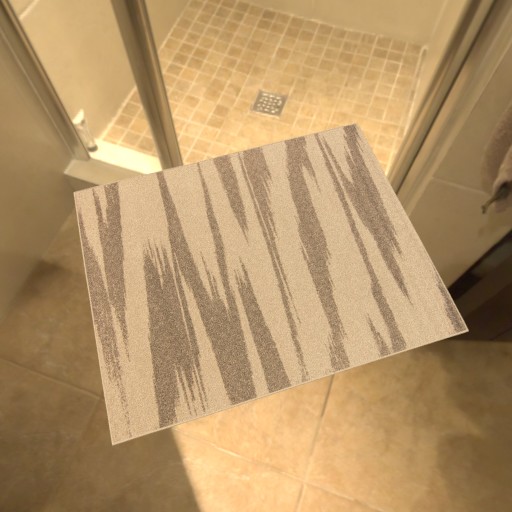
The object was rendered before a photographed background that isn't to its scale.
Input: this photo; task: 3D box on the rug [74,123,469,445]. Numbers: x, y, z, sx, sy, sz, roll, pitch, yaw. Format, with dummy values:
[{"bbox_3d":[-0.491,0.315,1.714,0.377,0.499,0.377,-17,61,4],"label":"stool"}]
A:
[{"bbox_3d":[0.000,0.000,3.945,2.945,0.014,2.353,-16,65,-8],"label":"rug"}]
